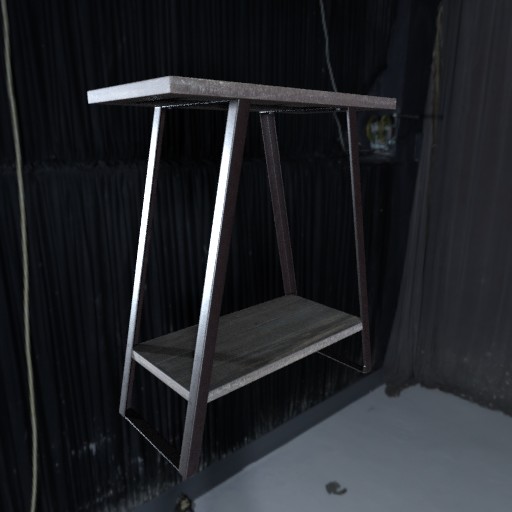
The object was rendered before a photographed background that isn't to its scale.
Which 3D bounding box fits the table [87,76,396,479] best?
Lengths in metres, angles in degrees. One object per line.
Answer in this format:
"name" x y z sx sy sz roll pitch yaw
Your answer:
"table" 0.000 0.000 1.024 0.599 0.701 0.300 -13 20 -40
